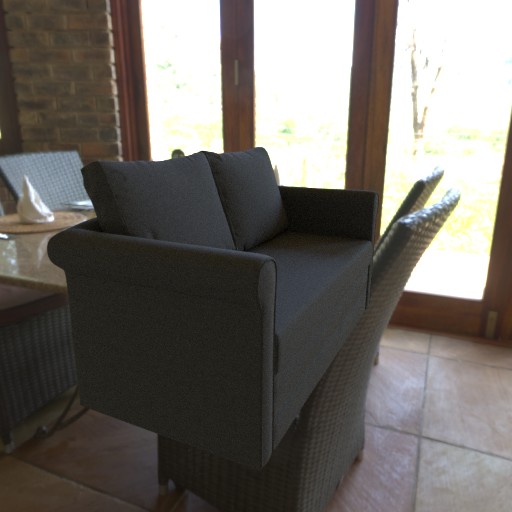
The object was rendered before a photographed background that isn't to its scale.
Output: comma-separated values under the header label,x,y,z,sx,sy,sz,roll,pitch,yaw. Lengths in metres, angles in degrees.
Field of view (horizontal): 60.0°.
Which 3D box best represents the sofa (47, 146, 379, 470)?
label,x,y,z,sx,sy,sz,roll,pitch,yaw
sofa,0.000,0.000,1.901,0.741,0.872,1.460,8,18,25
